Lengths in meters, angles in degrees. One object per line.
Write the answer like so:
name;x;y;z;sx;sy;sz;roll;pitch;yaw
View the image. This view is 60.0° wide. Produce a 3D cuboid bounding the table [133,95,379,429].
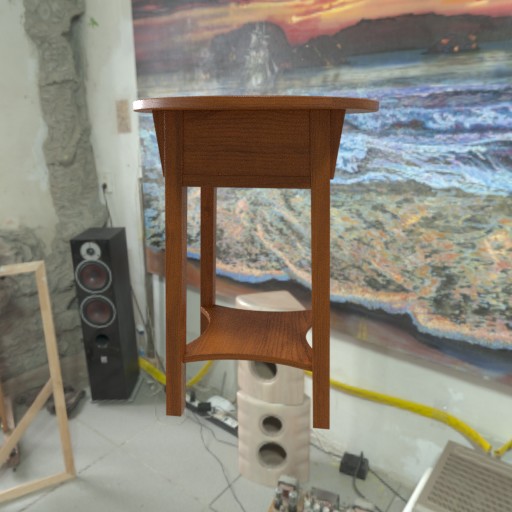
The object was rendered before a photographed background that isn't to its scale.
table;0.000;0.000;0.935;0.457;0.610;0.457;0;16;0
